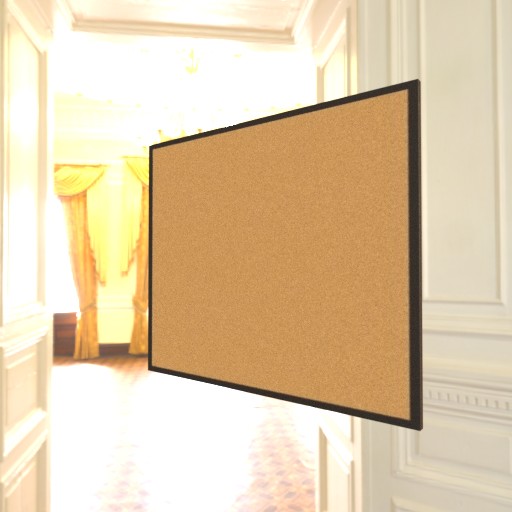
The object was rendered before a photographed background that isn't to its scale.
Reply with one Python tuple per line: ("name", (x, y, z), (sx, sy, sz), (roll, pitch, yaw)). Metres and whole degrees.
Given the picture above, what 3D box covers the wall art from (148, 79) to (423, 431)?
("wall art", (0.000, 0.000, 1.421), (1.033, 0.875, 0.023), (-1, -1, 37))
